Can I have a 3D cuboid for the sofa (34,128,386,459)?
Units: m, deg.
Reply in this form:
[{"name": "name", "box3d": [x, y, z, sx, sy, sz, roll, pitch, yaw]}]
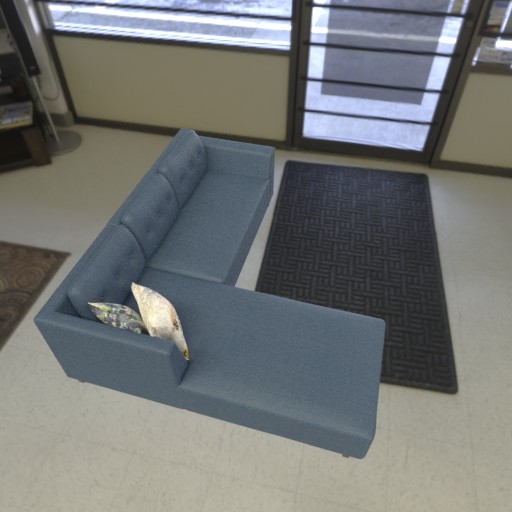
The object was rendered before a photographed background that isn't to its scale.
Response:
[{"name": "sofa", "box3d": [0.000, 0.000, 3.059, 1.829, 0.787, 2.120, 12, 47, 11]}]
